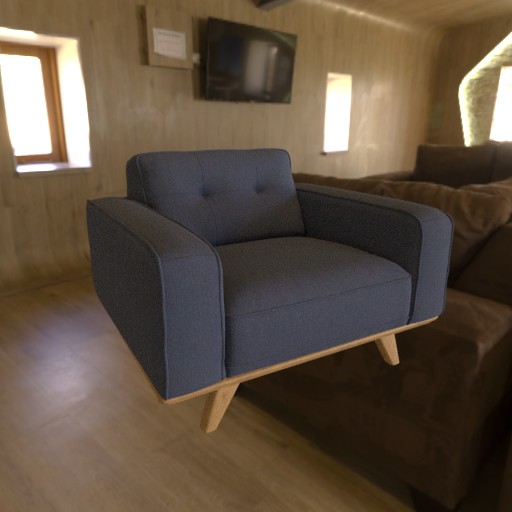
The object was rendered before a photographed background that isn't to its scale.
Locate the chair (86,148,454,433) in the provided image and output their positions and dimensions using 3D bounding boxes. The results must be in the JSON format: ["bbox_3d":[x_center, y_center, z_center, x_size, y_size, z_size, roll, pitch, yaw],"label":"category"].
[{"bbox_3d":[0.000,0.000,1.733,1.118,0.783,0.953,-9,19,-29],"label":"chair"}]
